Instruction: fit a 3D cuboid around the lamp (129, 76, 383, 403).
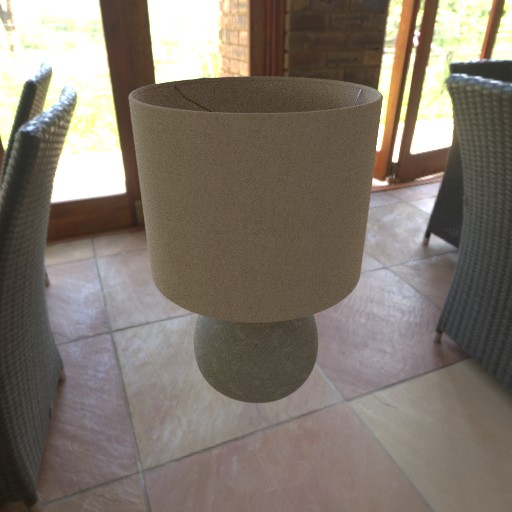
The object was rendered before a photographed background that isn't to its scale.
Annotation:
[{"bbox_3d":[0.000,0.000,0.578,0.269,0.409,0.269,-10,30,-17],"label":"lamp"}]
